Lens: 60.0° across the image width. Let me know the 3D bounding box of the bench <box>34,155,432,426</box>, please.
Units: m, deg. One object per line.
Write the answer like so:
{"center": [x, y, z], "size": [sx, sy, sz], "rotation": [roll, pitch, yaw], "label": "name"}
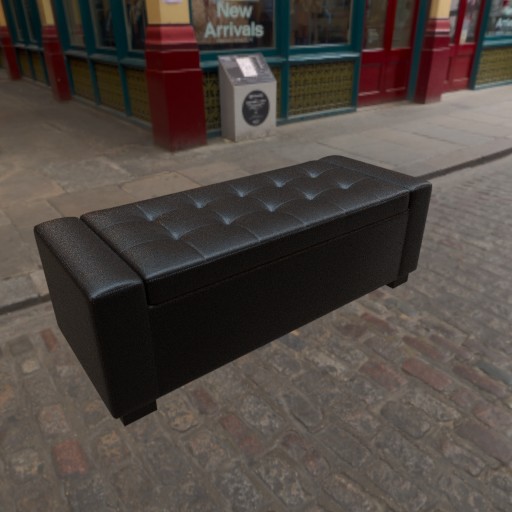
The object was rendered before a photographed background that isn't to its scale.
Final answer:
{"center": [0.000, 0.000, 1.579], "size": [1.296, 0.445, 0.508], "rotation": [-20, 34, -32], "label": "bench"}
